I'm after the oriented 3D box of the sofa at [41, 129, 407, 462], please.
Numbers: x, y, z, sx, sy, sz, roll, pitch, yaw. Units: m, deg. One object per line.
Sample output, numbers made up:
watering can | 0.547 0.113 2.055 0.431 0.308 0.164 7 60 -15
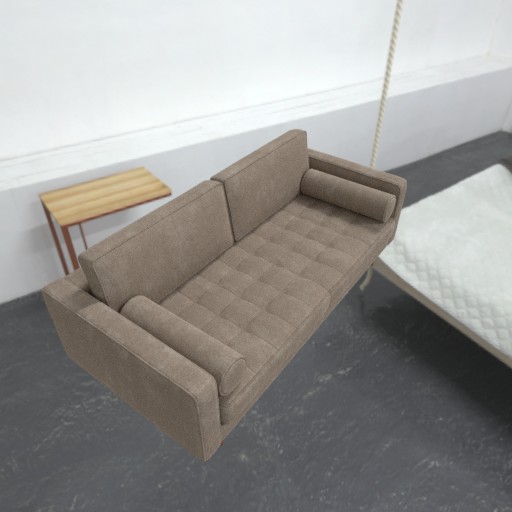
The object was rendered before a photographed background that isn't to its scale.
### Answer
sofa | 0.000 0.000 2.341 0.920 0.769 1.883 25 45 28
